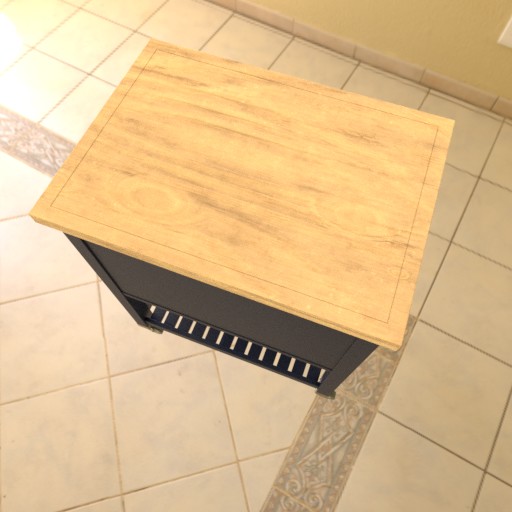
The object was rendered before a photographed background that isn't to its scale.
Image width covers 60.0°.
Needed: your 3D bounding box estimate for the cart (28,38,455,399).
[{"bbox_3d":[0.000,0.000,1.388,0.797,0.920,0.567,19,66,9],"label":"cart"}]
